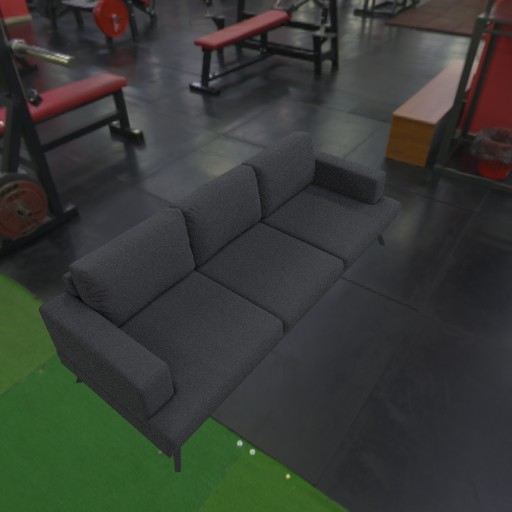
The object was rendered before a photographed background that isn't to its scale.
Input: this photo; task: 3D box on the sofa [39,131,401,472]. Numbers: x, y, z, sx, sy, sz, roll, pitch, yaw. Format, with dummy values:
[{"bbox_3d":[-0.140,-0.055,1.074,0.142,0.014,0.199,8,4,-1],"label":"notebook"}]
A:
[{"bbox_3d":[0.000,0.000,2.743,0.920,0.810,2.310,27,47,28],"label":"sofa"}]
